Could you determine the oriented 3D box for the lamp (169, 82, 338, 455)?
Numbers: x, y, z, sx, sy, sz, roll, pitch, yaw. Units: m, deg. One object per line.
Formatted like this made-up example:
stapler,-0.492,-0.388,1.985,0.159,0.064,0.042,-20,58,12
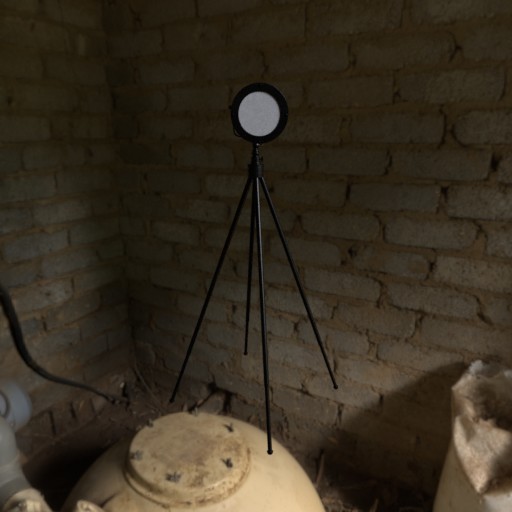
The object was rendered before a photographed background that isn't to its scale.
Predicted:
lamp,0.000,0.000,2.077,0.879,1.504,0.884,-2,16,-8
